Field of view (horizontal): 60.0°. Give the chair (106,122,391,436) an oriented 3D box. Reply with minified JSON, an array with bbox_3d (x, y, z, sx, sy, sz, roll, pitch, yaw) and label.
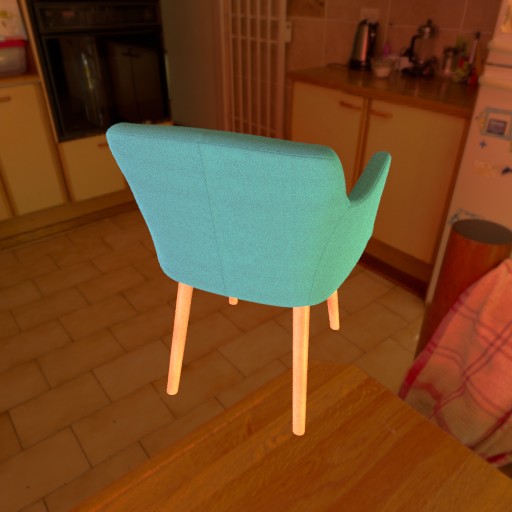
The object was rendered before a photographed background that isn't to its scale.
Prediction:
[{"bbox_3d":[0.000,0.000,1.158,0.570,0.780,0.540,11,33,18],"label":"chair"}]
